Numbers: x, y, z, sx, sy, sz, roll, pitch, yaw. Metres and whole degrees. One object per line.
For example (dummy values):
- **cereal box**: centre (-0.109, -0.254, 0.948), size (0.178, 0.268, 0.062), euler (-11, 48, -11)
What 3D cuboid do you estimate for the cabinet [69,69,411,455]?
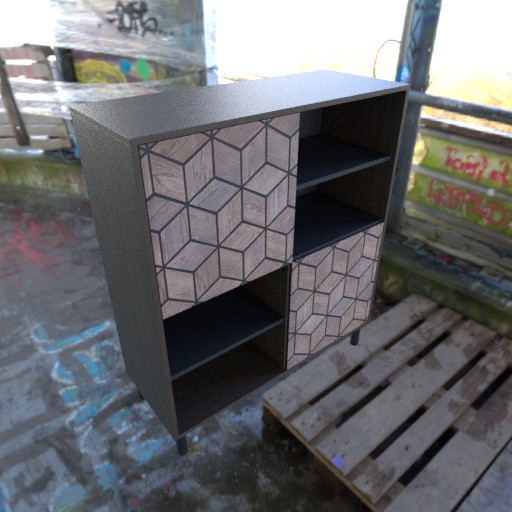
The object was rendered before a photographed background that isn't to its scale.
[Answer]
- **cabinet**: centre (0.000, 0.000, 1.669), size (1.010, 1.170, 0.400), euler (-22, 38, -32)
